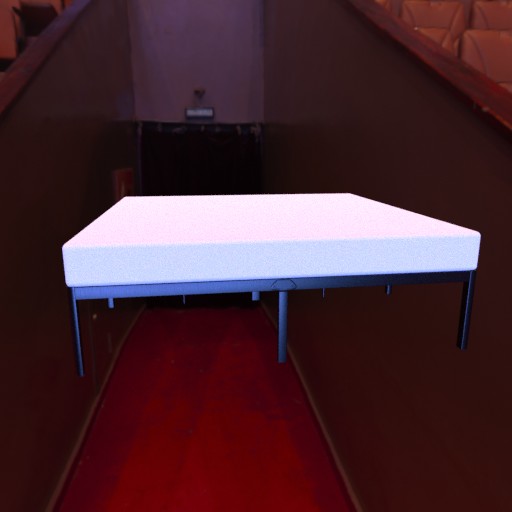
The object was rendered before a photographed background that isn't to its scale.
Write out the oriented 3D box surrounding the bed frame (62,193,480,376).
[{"bbox_3d":[0.000,0.000,3.147,2.079,0.659,1.963,-2,14,-8],"label":"bed frame"}]
